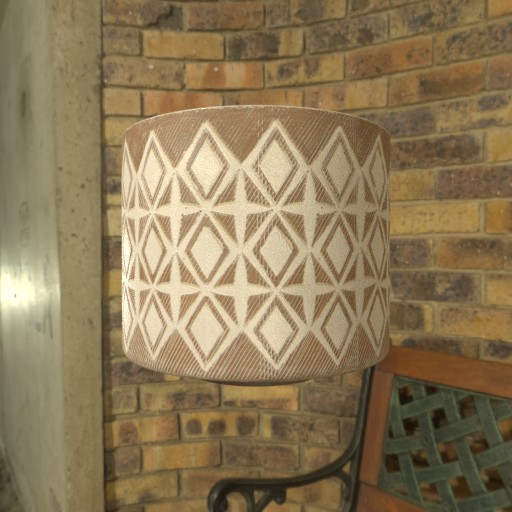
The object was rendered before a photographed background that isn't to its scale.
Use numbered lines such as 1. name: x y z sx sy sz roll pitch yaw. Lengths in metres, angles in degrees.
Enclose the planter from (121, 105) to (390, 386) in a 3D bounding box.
1. planter: 0.000 0.000 0.334 0.193 0.165 0.193 0 1 0
